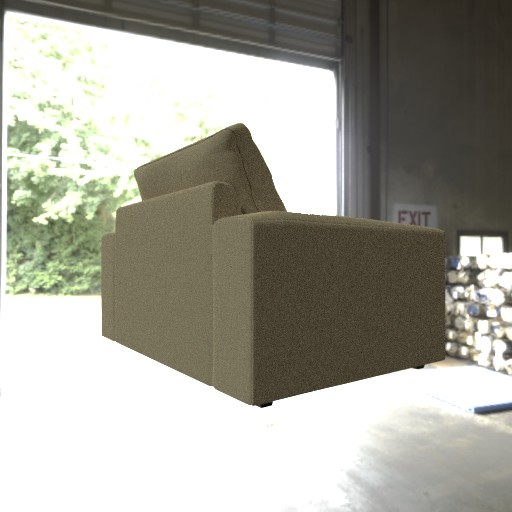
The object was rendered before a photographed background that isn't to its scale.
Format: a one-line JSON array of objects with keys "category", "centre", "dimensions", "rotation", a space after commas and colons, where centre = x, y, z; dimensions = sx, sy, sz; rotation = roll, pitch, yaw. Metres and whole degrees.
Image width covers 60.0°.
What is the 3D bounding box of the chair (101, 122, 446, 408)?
[{"category": "chair", "centre": [0.000, 0.000, 2.103], "dimensions": [1.039, 0.915, 1.398], "rotation": [0, 0, -36]}]
